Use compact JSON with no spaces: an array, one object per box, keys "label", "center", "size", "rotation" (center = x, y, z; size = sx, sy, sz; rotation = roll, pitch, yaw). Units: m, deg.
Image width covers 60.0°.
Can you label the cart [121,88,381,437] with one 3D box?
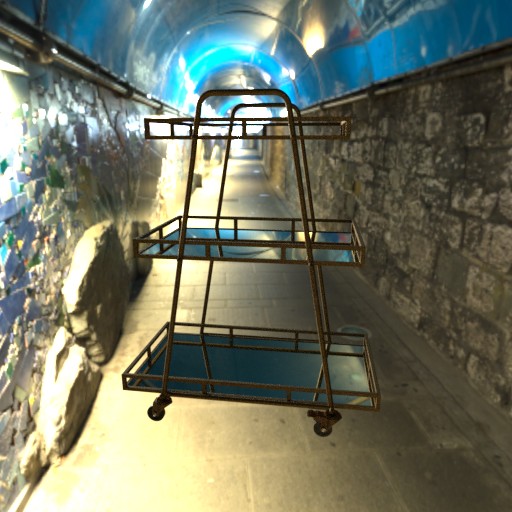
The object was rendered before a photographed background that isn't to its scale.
[{"label":"cart","center":[0.000,0.000,1.303],"size":[0.711,0.883,0.441],"rotation":[2,15,8]}]
